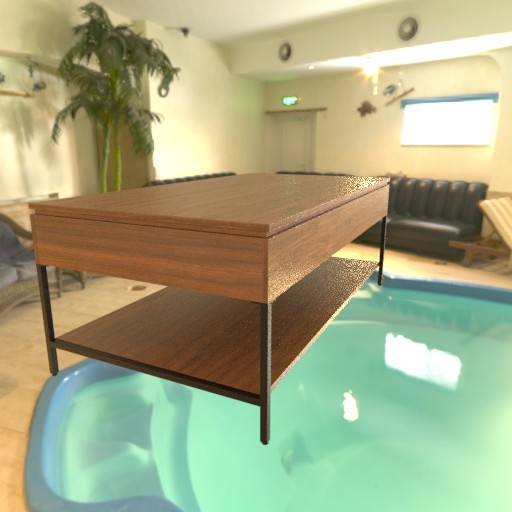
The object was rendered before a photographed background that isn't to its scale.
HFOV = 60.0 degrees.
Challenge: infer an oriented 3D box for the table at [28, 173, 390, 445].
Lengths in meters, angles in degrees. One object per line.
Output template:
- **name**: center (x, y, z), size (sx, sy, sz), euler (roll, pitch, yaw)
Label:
- **table**: center (0.000, 0.000, 1.343), size (0.574, 0.414, 1.057), euler (7, 16, 26)
